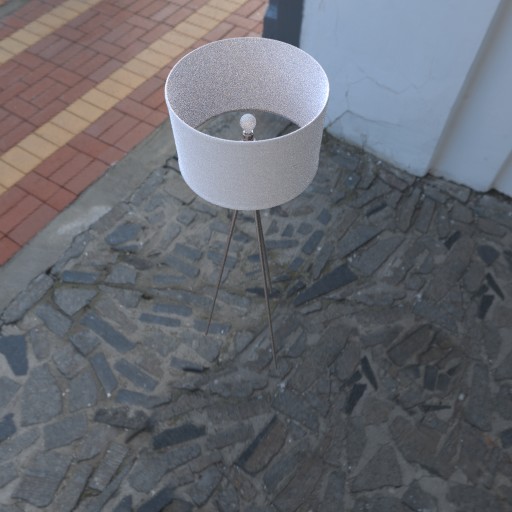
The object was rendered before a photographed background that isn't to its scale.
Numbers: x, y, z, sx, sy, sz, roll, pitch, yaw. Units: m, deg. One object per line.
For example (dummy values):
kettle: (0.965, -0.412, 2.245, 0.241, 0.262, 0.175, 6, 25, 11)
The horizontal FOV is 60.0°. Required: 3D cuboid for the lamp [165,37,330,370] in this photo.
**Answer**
lamp: (0.000, 0.000, 1.742, 0.448, 1.545, 0.458, -34, 64, -20)
